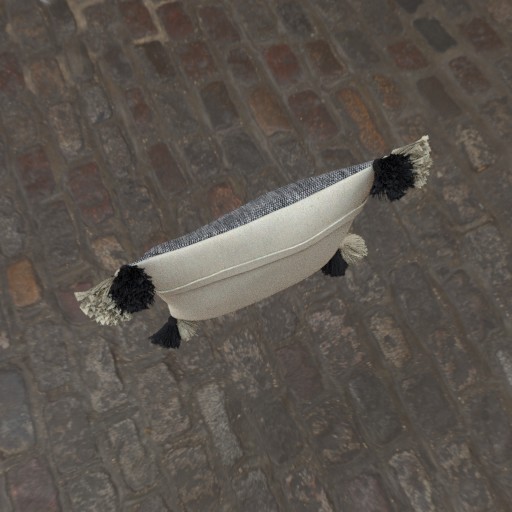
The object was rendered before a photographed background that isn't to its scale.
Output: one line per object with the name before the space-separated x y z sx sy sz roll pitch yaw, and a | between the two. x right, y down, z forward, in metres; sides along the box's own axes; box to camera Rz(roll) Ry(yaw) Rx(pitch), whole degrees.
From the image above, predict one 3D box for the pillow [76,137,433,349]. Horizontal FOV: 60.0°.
pillow | 0.000 0.000 0.972 0.654 0.659 0.170 -23 75 -7
